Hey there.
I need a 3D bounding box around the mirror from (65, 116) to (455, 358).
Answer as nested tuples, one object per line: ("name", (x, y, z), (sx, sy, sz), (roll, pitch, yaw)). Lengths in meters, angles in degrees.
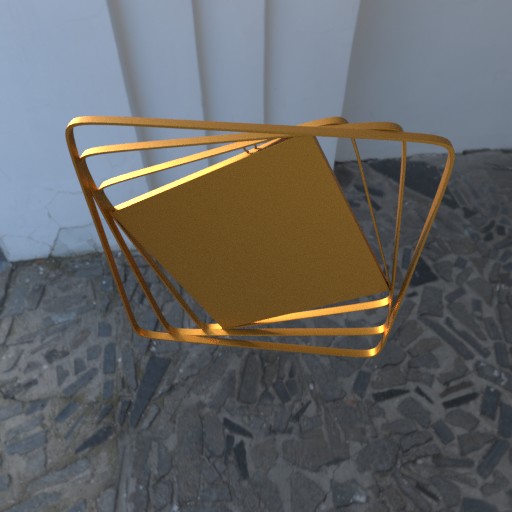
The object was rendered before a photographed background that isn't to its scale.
("mirror", (0.000, 0.000, 0.687), (0.470, 0.468, 0.045), (4, 47, 4))
